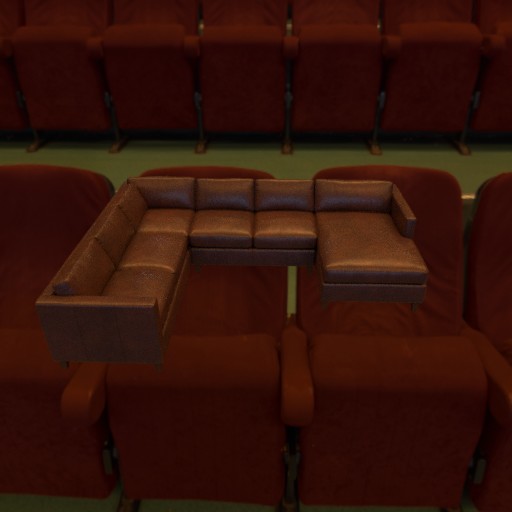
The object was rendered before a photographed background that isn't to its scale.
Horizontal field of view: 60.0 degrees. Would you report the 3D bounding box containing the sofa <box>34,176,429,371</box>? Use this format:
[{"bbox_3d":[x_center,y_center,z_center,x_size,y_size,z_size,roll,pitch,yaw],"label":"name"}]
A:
[{"bbox_3d":[0.000,0.000,4.524,3.324,0.891,2.452,1,32,2],"label":"sofa"}]
